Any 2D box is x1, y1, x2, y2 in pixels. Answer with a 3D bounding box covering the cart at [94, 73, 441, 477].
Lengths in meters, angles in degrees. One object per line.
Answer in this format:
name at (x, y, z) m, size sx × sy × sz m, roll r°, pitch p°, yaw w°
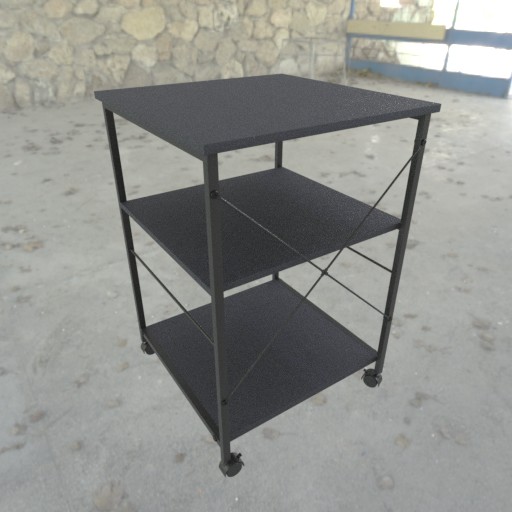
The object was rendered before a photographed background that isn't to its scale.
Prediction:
cart at (0.000, 0.000, 1.112) m, size 0.521 × 0.762 × 0.520 m, roll -18°, pitch 34°, yaw -29°
